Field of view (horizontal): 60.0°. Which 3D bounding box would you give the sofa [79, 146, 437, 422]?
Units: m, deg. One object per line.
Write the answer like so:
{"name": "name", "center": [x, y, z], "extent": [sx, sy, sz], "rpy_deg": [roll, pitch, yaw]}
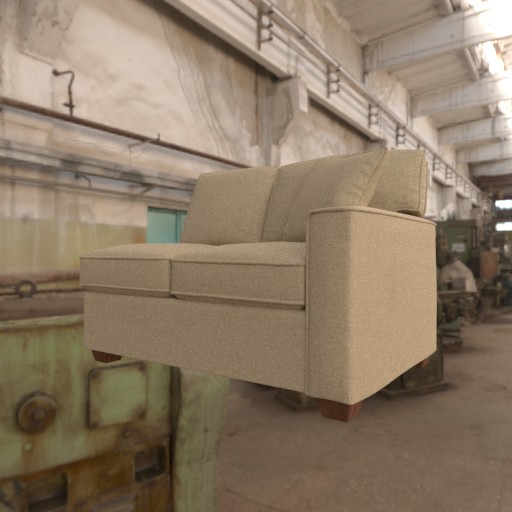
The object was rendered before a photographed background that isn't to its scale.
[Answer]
{"name": "sofa", "center": [0.000, 0.000, 2.056], "extent": [1.388, 0.989, 0.991], "rpy_deg": [0, 1, 36]}
